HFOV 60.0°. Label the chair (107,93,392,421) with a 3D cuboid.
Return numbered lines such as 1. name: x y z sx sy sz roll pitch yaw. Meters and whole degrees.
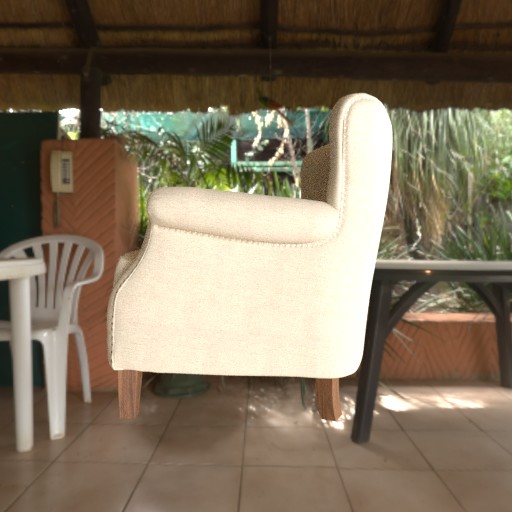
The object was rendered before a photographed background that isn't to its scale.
1. chair: 0.000 0.000 1.611 0.921 0.936 0.861 0 1 0
